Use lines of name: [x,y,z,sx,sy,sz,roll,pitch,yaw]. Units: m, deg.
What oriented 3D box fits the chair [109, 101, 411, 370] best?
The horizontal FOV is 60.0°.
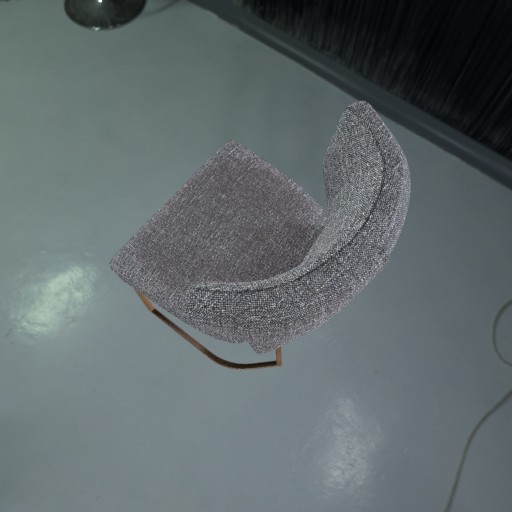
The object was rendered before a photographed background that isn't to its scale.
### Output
chair: [0.000,0.000,1.246,0.617,0.824,0.611,35,70,15]
